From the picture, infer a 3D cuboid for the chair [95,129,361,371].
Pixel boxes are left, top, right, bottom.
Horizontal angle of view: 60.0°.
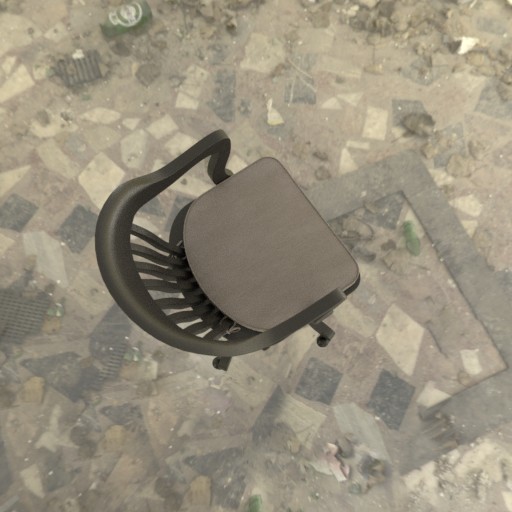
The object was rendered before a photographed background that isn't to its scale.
[{"bbox_3d":[0.000,0.000,1.476,0.788,0.878,0.750,-33,76,-9],"label":"chair"}]
